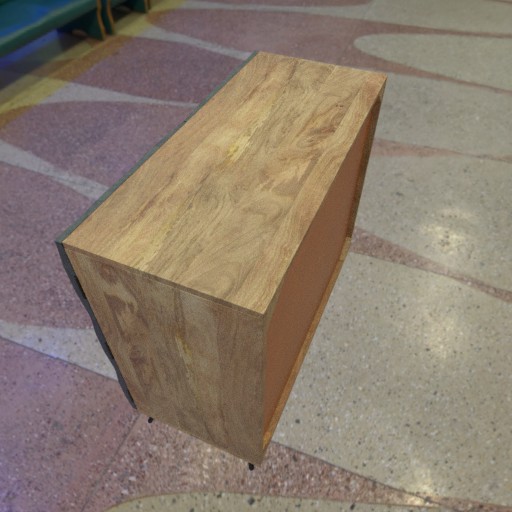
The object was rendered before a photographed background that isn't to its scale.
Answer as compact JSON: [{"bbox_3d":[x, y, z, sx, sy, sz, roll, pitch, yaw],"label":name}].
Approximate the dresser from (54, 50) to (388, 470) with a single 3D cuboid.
[{"bbox_3d":[0.000,0.000,1.400,0.446,0.847,0.967,18,50,16],"label":"dresser"}]
